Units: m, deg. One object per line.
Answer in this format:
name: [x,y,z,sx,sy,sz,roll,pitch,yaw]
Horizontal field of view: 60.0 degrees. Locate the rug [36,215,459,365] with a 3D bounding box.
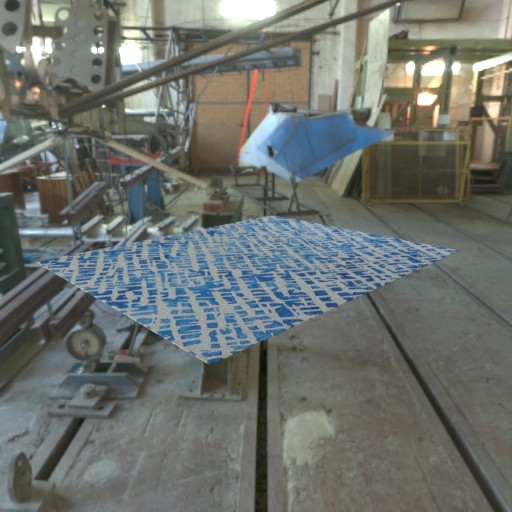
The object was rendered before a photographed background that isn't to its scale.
rug: [0.000,0.000,4.040,3.007,0.007,2.435,-15,22,-42]
